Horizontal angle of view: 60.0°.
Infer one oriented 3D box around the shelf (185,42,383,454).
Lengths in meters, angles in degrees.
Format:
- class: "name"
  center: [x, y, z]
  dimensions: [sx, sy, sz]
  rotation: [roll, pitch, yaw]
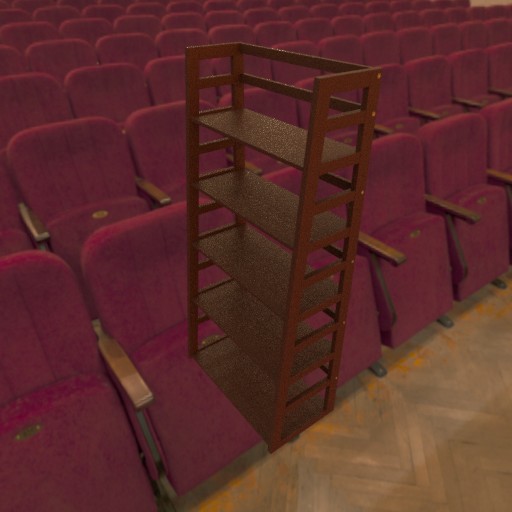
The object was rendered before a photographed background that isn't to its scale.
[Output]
- class: "shelf"
  center: [0.000, 0.000, 1.942]
  dimensions: [0.403, 1.600, 0.763]
  rotation: [-22, 39, -30]
